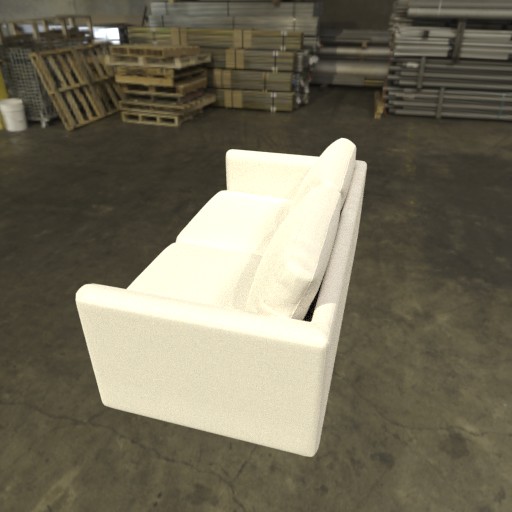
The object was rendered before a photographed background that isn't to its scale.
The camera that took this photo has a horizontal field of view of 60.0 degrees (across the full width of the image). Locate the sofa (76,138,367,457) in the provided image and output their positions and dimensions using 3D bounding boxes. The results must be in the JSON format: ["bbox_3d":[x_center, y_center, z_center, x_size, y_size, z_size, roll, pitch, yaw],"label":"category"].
[{"bbox_3d":[0.000,0.000,2.259,0.940,0.893,1.713,8,32,14],"label":"sofa"}]
